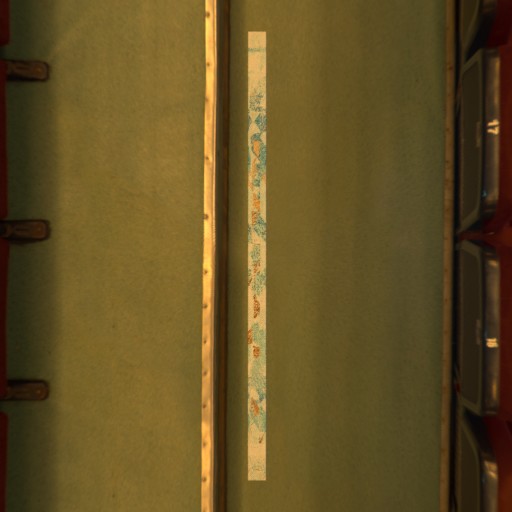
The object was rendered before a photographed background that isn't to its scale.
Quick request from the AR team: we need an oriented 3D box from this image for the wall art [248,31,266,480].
[{"bbox_3d":[0.000,0.000,1.361,0.040,0.916,0.916,0,90,0],"label":"wall art"}]
